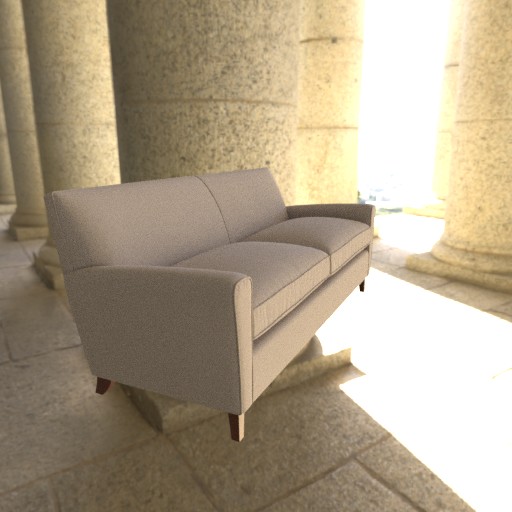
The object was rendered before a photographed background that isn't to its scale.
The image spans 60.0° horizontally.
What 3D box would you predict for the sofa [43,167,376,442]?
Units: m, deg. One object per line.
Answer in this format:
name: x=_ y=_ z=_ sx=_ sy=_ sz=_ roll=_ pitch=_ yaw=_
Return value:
sofa: x=0.000 y=0.000 z=2.432 sx=0.875 sy=0.846 sz=2.000 roll=7 pitch=16 yaw=26
